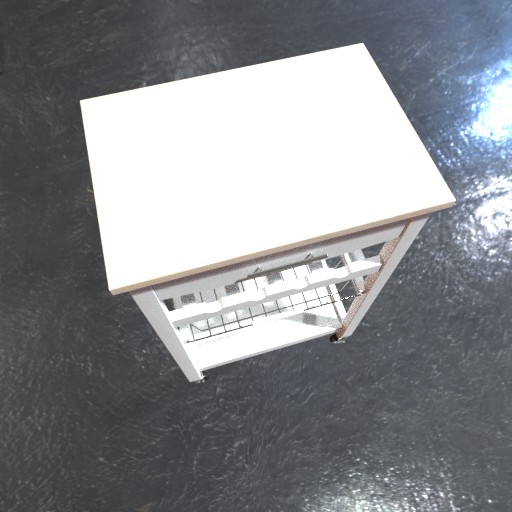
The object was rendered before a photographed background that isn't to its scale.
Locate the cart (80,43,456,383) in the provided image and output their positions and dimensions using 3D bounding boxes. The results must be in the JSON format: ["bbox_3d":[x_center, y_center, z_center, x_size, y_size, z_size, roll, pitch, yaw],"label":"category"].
[{"bbox_3d":[0.000,0.000,1.171,0.578,0.857,0.406,-15,64,-7],"label":"cart"}]
